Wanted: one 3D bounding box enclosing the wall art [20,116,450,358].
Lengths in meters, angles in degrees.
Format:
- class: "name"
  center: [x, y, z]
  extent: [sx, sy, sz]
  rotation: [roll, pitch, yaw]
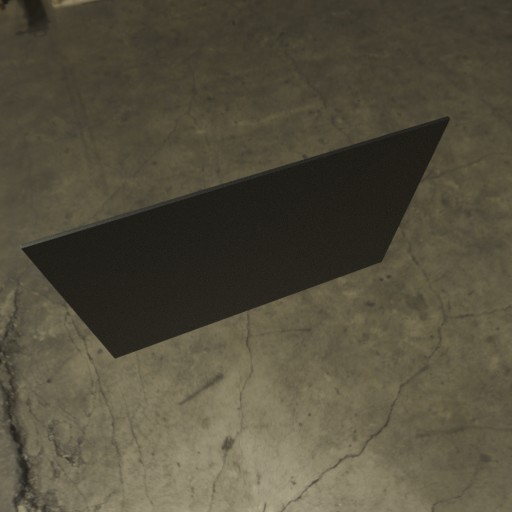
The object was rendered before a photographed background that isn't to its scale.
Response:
- class: "wall art"
  center: [0.000, 0.000, 1.502]
  extent: [1.192, 0.811, 0.013]
  rotation: [-19, 61, -11]
